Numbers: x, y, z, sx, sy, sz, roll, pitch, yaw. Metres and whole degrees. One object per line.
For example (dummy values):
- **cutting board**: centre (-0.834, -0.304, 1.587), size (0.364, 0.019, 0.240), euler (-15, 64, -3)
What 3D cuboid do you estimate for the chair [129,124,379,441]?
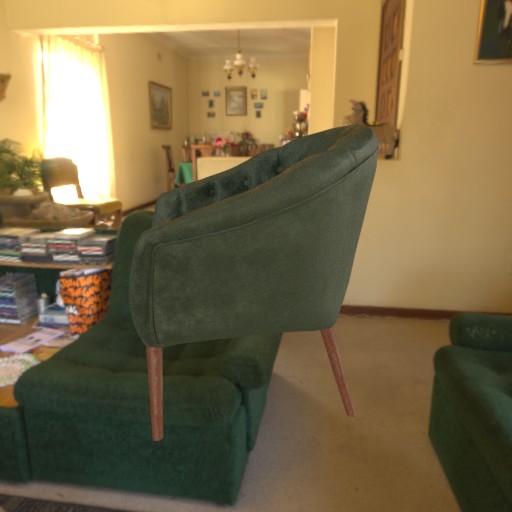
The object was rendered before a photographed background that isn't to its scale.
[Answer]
- **chair**: centre (0.000, 0.000, 1.552), size (0.776, 0.885, 0.851), euler (-2, 15, -8)
